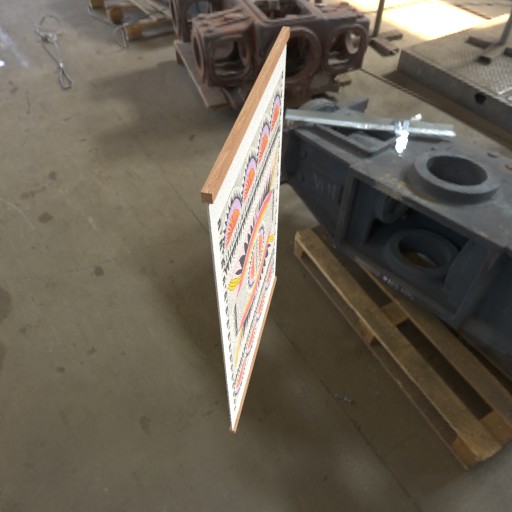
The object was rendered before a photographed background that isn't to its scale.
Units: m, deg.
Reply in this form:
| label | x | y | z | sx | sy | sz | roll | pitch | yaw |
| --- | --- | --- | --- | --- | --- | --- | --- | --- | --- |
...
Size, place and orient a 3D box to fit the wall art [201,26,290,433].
| label | x | y | z | sx | sy | sz | roll | pitch | yaw |
| --- | --- | --- | --- | --- | --- | --- | --- | --- | --- |
| wall art | 0.000 | 0.000 | 1.936 | 0.028 | 1.533 | 0.999 | 10 | 49 | 9 |
